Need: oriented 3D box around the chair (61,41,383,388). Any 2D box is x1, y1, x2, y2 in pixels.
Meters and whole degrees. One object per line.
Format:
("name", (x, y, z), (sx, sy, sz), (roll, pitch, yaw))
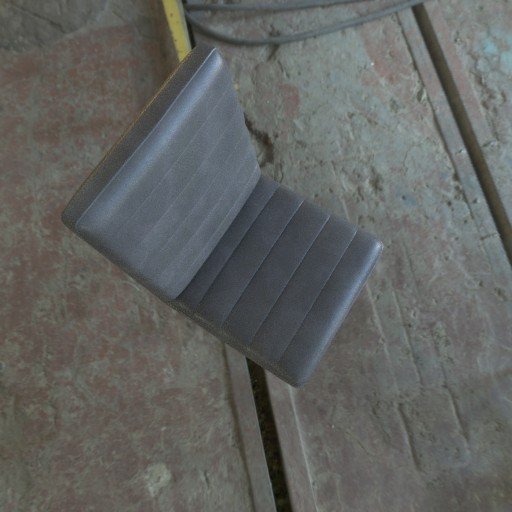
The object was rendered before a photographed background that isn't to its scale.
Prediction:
("chair", (0.000, 0.000, 1.320), (0.634, 0.930, 0.520), (31, 77, 8))
